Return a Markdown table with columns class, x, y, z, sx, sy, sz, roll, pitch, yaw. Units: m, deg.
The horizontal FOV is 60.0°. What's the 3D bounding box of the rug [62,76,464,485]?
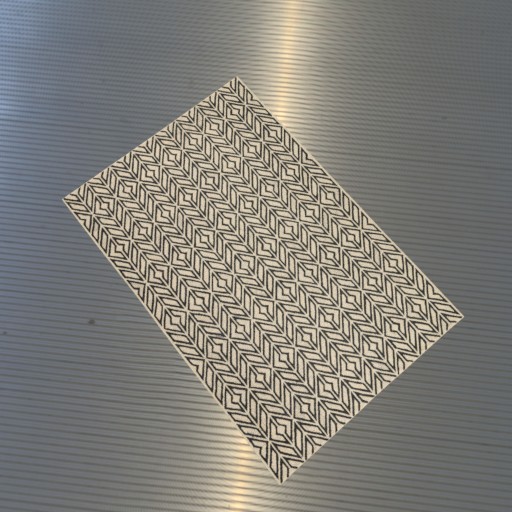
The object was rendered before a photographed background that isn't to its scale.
| class | x | y | z | sx | sy | sz | roll | pitch | yaw |
| --- | --- | --- | --- | --- | --- | --- | --- | --- | --- |
| rug | 0.000 | 0.000 | 2.321 | 1.220 | 0.007 | 1.828 | -39 | 78 | -9 |
